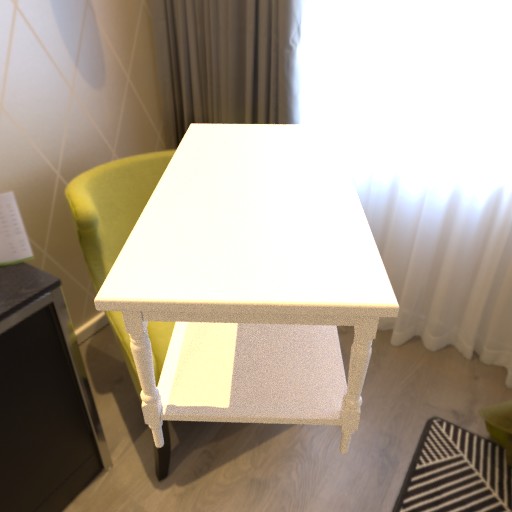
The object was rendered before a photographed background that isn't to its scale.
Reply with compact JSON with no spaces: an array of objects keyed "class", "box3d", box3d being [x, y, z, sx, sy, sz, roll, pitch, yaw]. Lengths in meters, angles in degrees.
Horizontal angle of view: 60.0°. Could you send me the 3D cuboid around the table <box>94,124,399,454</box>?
[{"class":"table","box3d":[0.000,0.000,1.396,0.550,0.510,1.107,1,33,2]}]
